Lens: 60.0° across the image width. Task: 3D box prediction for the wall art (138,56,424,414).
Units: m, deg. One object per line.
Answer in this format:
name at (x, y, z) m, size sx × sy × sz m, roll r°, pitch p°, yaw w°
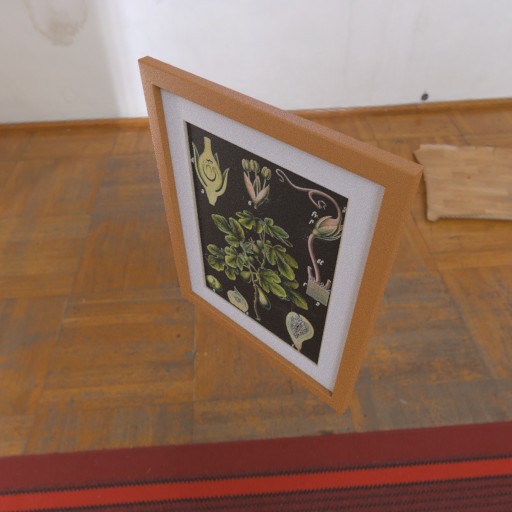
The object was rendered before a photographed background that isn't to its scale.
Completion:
wall art at (0.000, 0.000, 0.761) m, size 0.452 × 0.553 × 0.022 m, roll 32°, pitch 53°, yaw 27°
